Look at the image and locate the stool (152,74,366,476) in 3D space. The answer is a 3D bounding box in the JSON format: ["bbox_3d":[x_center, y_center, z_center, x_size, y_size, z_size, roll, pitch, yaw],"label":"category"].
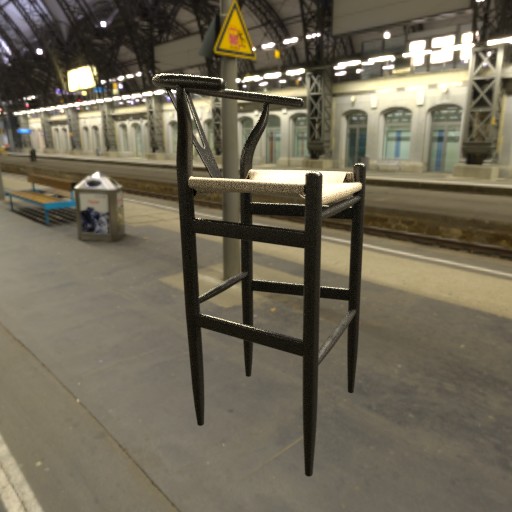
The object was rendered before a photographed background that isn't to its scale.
[{"bbox_3d":[0.000,0.000,1.406,0.579,1.072,0.569,7,16,25],"label":"stool"}]
